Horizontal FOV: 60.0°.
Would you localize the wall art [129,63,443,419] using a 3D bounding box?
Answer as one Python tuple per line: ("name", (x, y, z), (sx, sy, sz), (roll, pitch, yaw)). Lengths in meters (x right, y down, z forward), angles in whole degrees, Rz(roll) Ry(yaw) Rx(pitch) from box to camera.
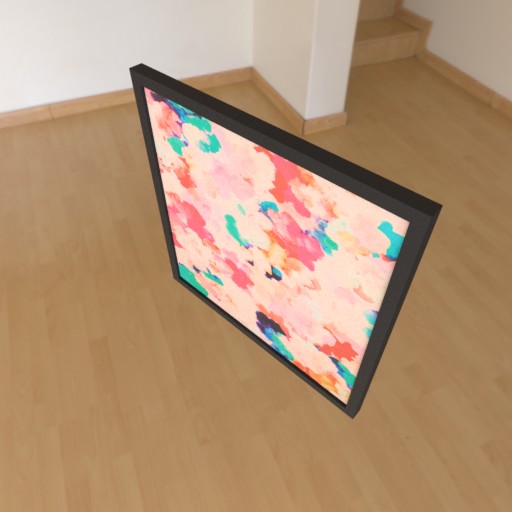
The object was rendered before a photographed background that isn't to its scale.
("wall art", (0.000, 0.000, 0.458), (0.306, 0.304, 0.015), (34, 56, 27))
